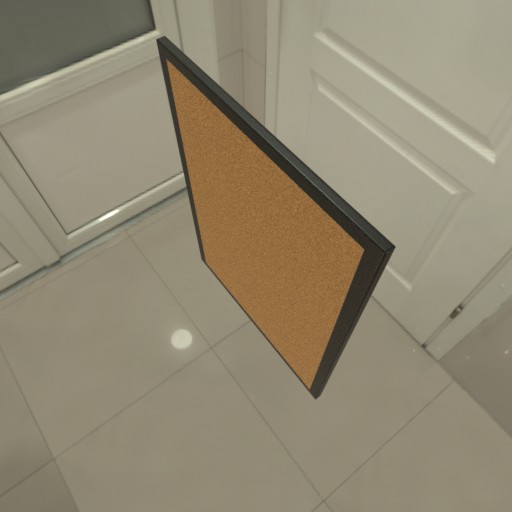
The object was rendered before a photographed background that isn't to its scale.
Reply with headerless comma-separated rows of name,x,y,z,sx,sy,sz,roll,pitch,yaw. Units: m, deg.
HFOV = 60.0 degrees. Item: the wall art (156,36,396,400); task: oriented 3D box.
wall art,0.000,0.000,0.858,0.016,0.657,0.480,-33,64,-18
